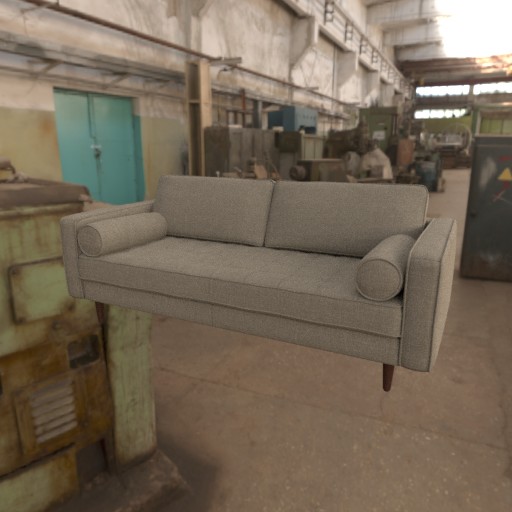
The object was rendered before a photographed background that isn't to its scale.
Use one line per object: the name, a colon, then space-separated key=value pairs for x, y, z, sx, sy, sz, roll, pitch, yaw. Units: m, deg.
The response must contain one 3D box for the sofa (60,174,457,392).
sofa: x=0.000 y=0.000 z=2.318 sx=1.879 sy=0.762 sz=0.914 roll=7 pitch=16 yaw=26
